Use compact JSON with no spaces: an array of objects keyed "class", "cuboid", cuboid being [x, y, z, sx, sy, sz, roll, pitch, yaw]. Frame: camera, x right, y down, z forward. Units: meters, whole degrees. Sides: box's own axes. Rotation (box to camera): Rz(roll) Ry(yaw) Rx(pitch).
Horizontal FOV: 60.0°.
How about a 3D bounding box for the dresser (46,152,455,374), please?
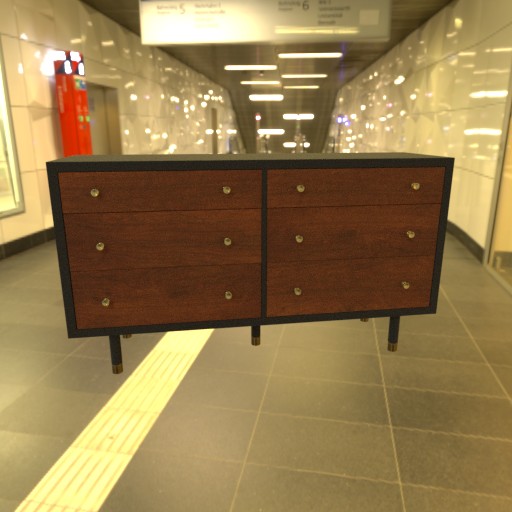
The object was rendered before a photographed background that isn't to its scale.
[{"class":"dresser","cuboid":[0.000,0.000,1.986,1.558,0.872,0.463,-3,16,-9]}]
